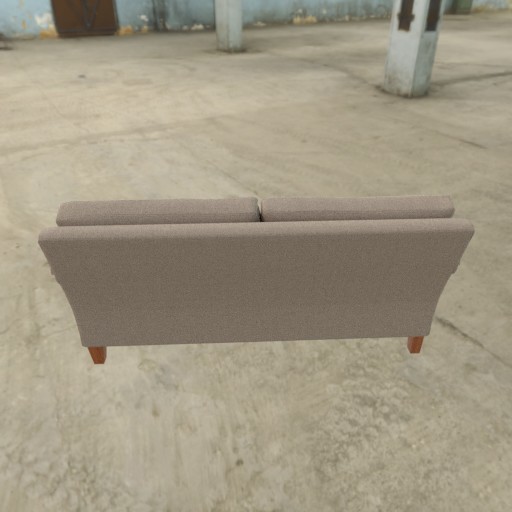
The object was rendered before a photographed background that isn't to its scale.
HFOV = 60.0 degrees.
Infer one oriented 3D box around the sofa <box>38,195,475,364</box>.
[{"bbox_3d":[0.000,0.000,2.788,2.160,1.054,1.087,-1,31,-2],"label":"sofa"}]
